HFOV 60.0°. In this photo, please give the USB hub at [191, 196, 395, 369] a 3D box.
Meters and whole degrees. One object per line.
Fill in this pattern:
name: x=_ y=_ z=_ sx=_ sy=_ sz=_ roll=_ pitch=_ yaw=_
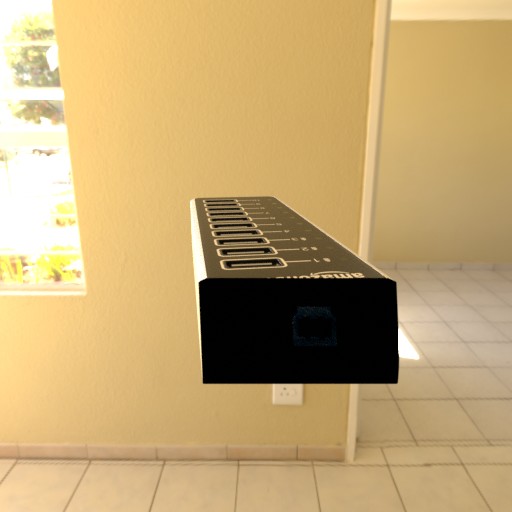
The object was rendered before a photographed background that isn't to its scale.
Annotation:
USB hub: x=0.000 y=0.000 z=0.160 sx=0.044 sy=0.023 sz=0.145 roll=-2 pitch=16 yaw=-9
